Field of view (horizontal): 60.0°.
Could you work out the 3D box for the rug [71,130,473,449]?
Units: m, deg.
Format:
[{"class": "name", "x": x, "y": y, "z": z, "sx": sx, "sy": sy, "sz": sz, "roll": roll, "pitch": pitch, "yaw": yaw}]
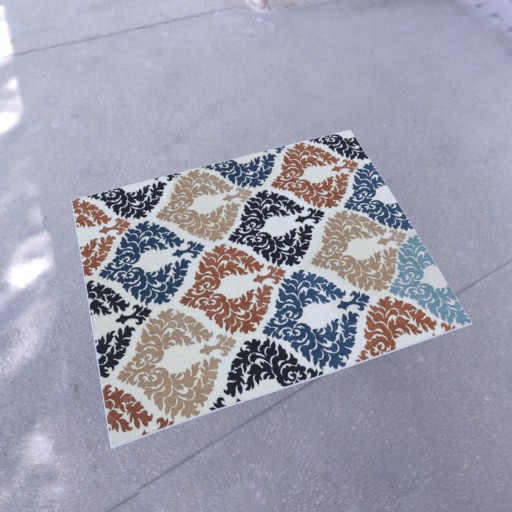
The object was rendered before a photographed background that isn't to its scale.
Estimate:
[{"class": "rug", "x": 0.000, "y": 0.000, "z": 4.049, "sx": 3.040, "sy": 0.014, "sz": 2.423, "roll": -16, "pitch": 60, "yaw": -10}]
